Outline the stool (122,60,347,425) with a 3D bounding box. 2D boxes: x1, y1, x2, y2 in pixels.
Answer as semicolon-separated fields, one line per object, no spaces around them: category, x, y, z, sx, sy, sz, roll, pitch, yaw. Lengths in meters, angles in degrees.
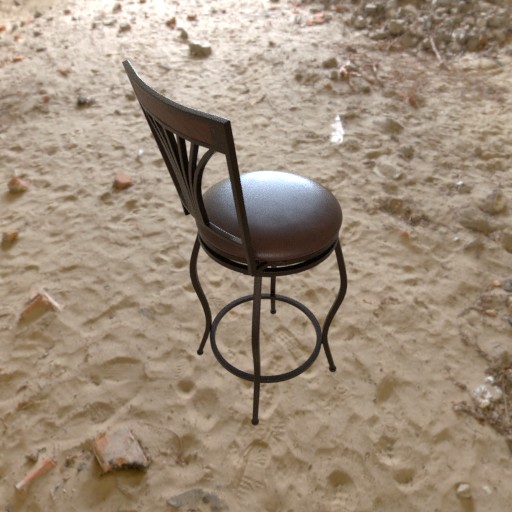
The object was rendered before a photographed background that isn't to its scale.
stool;0.000;0.000;1.357;0.514;1.117;0.433;-25;46;-27
